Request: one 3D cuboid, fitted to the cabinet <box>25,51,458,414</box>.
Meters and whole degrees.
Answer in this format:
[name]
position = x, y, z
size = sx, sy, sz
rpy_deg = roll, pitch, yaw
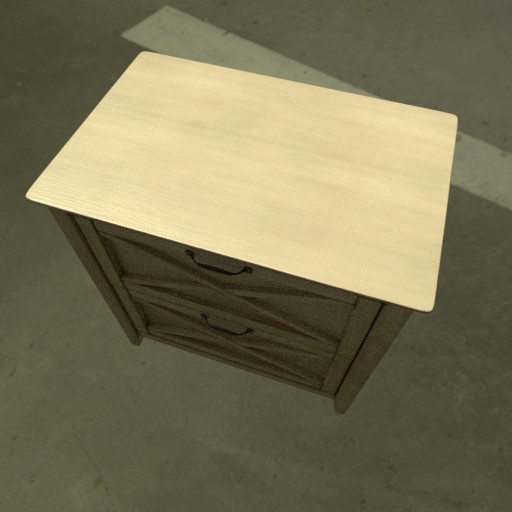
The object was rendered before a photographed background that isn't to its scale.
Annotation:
[cabinet]
position = 0.000, 0.000, 1.218
size = 0.763, 0.762, 0.503
rpy_deg = 16, 58, 10
